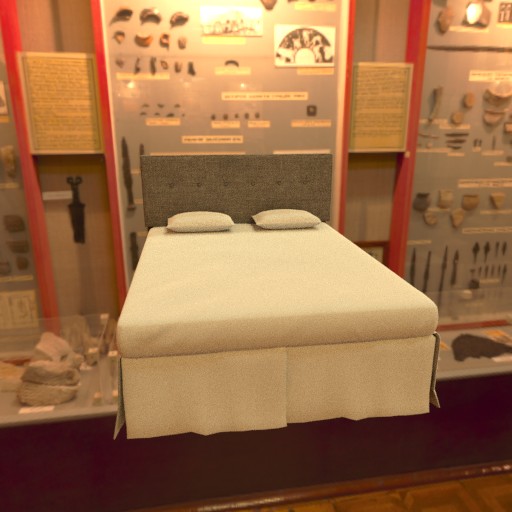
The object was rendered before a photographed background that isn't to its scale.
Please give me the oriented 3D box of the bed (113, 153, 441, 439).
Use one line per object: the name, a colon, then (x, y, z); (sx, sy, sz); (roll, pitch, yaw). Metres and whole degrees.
bed: (0.000, 0.000, 2.897); (1.621, 1.168, 1.958); (-2, 17, -8)
